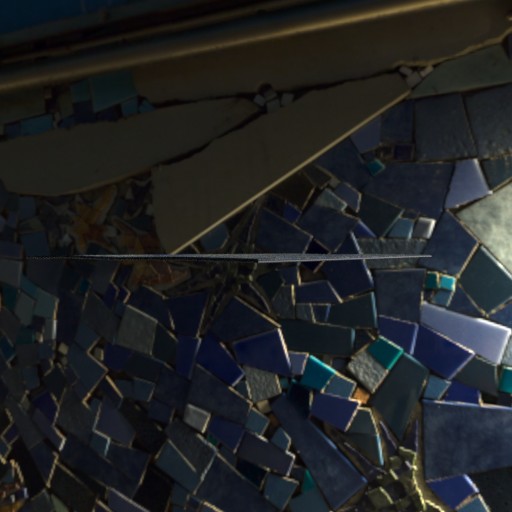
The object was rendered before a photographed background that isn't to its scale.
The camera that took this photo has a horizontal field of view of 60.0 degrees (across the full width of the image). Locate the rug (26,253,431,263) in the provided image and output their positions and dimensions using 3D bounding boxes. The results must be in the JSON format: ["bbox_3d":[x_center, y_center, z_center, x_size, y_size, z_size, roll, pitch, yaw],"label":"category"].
[{"bbox_3d":[0.000,0.000,4.803,2.716,0.035,3.612,0,1,36],"label":"rug"}]
